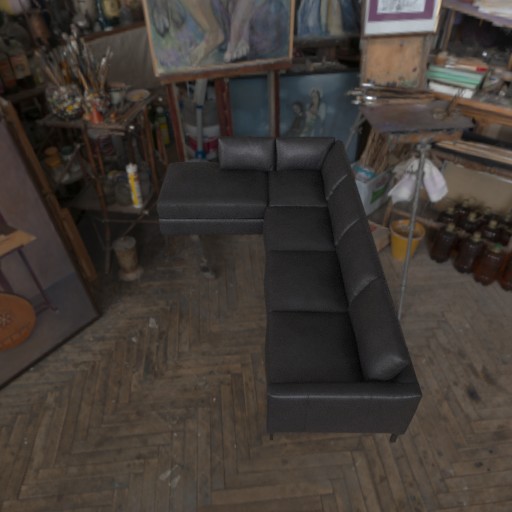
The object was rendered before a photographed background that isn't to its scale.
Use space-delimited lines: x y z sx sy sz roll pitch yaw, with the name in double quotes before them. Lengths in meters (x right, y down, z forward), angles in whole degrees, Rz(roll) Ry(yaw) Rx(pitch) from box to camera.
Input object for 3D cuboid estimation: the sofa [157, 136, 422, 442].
"sofa" 0.000 0.000 3.804 1.938 0.877 2.984 0 41 0
